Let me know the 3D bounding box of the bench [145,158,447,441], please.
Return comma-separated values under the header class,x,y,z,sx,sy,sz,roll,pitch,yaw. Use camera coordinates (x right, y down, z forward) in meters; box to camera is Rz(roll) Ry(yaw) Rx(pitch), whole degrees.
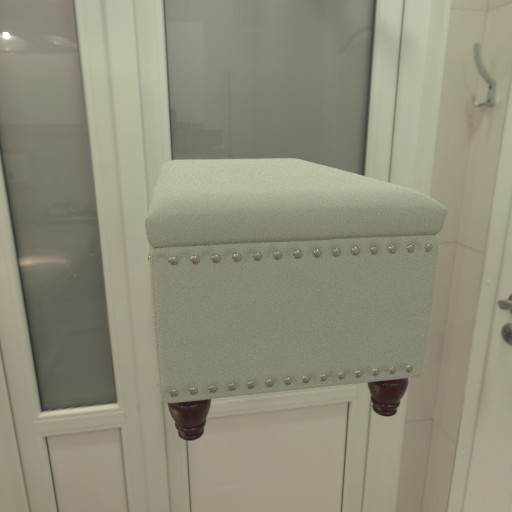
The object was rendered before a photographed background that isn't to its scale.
class,x,y,z,sx,sy,sz,roll,pitch,yaw
bench,0.000,0.000,1.172,0.500,0.449,0.887,-3,17,-10
